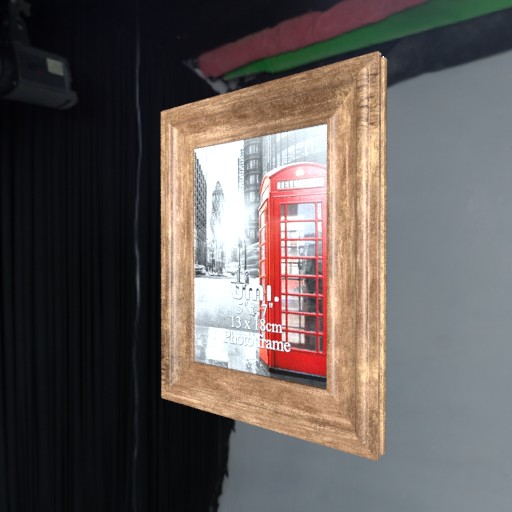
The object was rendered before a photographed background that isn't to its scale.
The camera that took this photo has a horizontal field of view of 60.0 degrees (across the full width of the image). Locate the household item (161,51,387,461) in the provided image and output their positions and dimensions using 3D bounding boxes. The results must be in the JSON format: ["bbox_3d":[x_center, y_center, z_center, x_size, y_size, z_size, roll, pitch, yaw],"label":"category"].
[{"bbox_3d":[0.000,0.000,0.317,0.186,0.237,0.018,1,1,37],"label":"household item"}]
